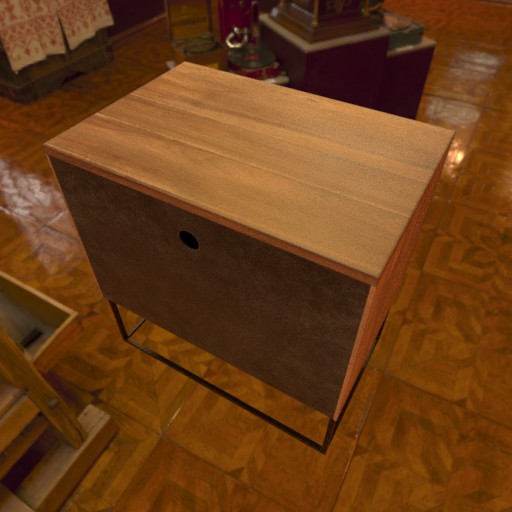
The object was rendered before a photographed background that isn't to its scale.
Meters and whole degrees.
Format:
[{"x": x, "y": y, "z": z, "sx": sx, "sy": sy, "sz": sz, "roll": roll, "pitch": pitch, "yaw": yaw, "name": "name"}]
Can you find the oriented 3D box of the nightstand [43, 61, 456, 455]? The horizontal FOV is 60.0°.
[{"x": 0.000, "y": 0.000, "z": 1.002, "sx": 0.605, "sy": 0.611, "sz": 0.427, "roll": 23, "pitch": 50, "yaw": 21, "name": "nightstand"}]
